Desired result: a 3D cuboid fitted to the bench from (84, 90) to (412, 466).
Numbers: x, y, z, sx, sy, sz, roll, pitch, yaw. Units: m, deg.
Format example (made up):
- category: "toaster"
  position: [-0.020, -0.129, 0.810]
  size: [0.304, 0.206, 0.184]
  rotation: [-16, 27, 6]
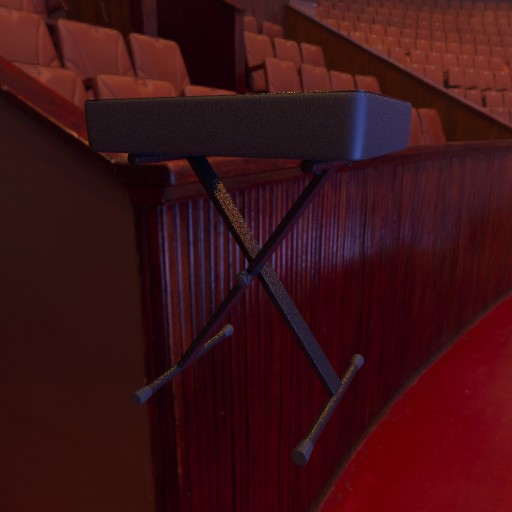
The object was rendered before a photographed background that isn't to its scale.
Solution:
- category: "bench"
  position: [0.000, 0.000, 0.760]
  size: [0.424, 0.500, 0.321]
  rotation: [8, 18, 26]
